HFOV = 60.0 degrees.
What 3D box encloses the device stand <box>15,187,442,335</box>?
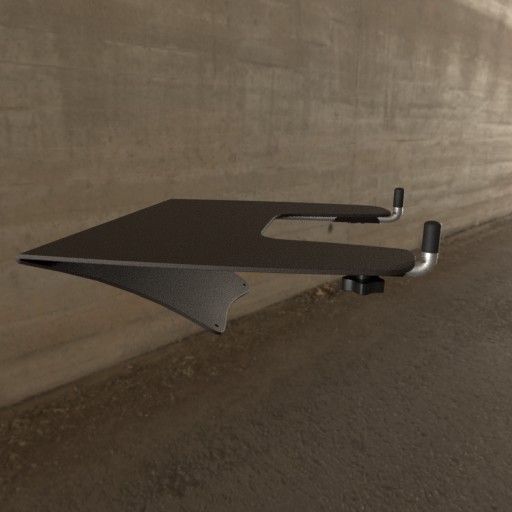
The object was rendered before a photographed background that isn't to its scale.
[{"bbox_3d":[0.000,0.000,0.340,0.230,0.092,0.230,3,16,11],"label":"device stand"}]
